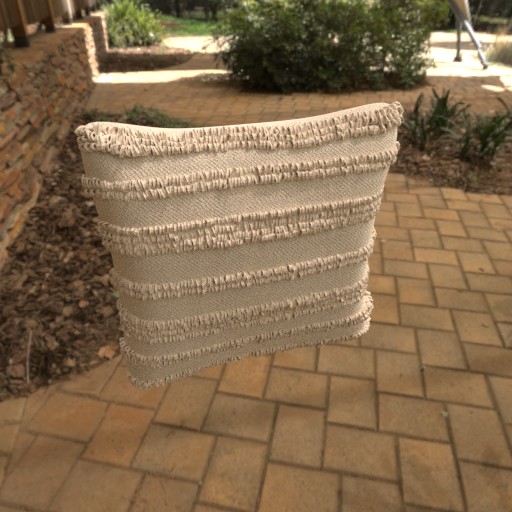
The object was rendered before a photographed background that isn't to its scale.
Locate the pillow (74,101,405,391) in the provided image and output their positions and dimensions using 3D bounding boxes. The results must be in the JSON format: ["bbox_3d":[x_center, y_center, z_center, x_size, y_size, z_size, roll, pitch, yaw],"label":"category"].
[{"bbox_3d":[0.000,0.000,0.661,0.437,0.427,0.145,-9,33,-15],"label":"pillow"}]
